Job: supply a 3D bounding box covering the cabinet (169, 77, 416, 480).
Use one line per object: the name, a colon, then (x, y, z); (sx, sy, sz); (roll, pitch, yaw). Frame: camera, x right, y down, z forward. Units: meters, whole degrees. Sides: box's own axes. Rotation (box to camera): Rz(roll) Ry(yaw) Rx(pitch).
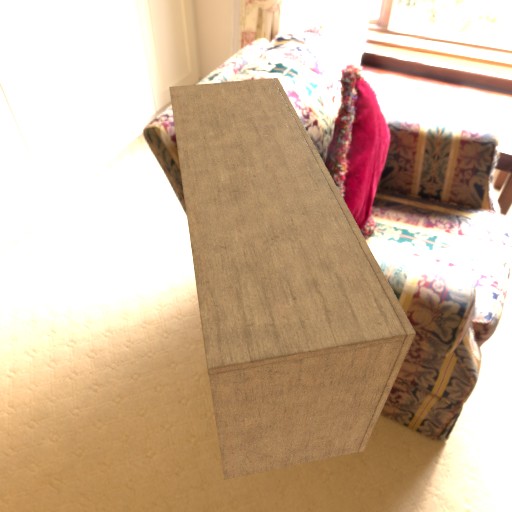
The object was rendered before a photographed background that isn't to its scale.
cabinet: (0.000, 0.000, 1.828); (0.511, 0.825, 1.460); (-8, 46, -8)
